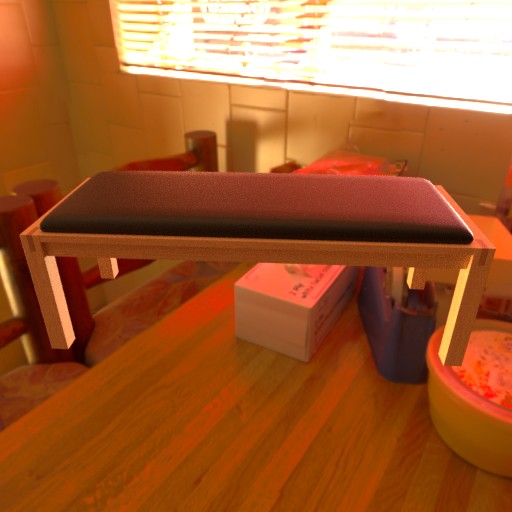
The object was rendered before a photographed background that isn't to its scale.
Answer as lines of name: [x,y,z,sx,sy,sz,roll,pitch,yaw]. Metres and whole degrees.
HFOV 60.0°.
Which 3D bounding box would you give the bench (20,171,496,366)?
bench: [0.000,0.000,1.390,1.202,0.430,0.450,2,29,3]
